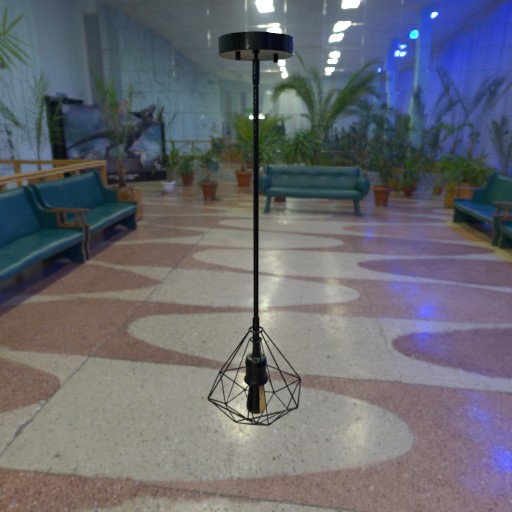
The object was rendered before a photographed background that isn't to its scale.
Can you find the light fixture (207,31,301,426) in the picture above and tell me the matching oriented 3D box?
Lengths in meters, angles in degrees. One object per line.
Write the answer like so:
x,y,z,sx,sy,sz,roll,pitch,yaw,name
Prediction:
0.000,0.000,1.977,0.431,1.764,0.487,2,16,8,light fixture
